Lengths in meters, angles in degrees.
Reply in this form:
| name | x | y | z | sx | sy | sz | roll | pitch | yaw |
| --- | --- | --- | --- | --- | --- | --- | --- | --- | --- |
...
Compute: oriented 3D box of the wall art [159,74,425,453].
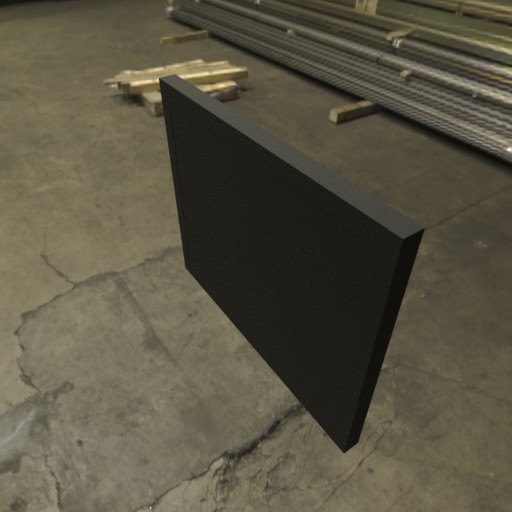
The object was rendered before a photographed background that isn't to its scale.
| name | x | y | z | sx | sy | sz | roll | pitch | yaw |
| --- | --- | --- | --- | --- | --- | --- | --- | --- | --- |
| wall art | 0.000 | 0.000 | 0.555 | 0.024 | 0.329 | 0.404 | -24 | 46 | -26 |
